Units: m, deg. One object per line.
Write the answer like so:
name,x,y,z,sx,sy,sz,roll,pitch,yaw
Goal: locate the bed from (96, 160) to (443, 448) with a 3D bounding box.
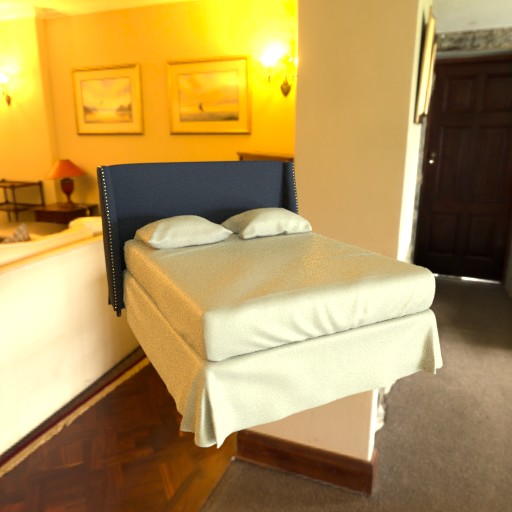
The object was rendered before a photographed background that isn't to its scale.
bed,0.000,0.000,3.402,1.925,1.332,2.276,-8,17,-26
